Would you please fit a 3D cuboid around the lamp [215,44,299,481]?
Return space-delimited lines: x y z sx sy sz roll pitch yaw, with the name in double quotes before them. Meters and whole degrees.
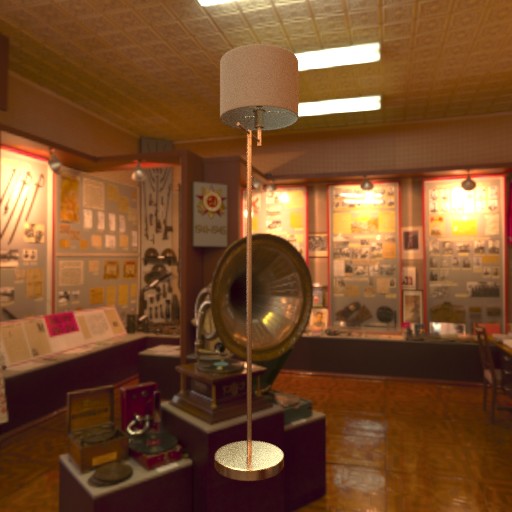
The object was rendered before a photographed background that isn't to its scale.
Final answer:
"lamp" 0.000 0.000 1.784 0.324 1.600 0.416 0 -1 18
